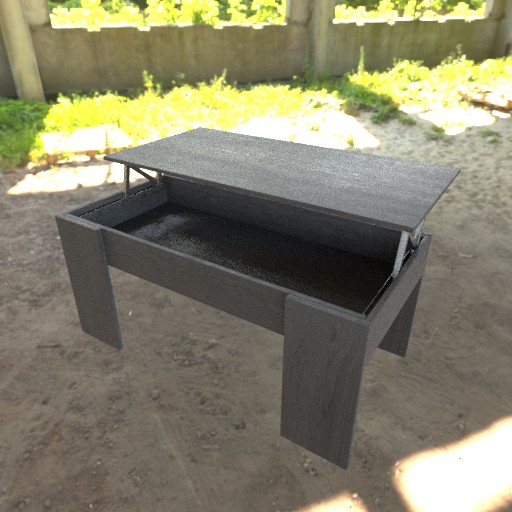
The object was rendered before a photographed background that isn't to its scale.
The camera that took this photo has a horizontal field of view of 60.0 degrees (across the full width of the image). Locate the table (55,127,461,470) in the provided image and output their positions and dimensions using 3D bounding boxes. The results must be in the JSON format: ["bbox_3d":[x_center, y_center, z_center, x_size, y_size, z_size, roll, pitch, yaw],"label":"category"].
[{"bbox_3d":[0.000,0.000,1.439,1.000,0.570,0.711,17,33,28],"label":"table"}]
